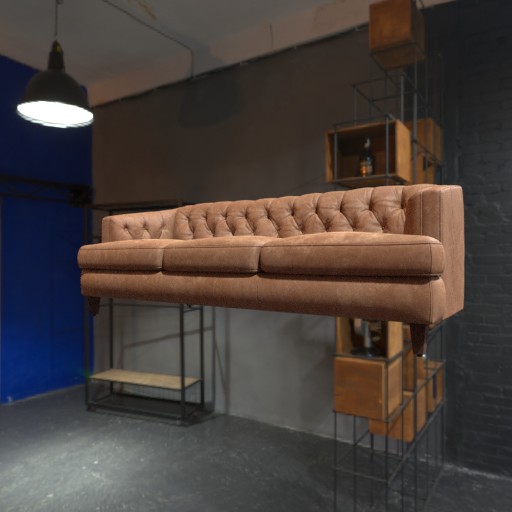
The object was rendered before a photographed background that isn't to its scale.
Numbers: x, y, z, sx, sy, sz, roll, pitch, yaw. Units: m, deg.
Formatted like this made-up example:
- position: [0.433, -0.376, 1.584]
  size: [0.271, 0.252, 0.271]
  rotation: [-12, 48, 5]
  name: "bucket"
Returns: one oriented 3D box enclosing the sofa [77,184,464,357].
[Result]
- position: [0.000, 0.000, 2.628]
  size: [2.257, 0.791, 0.922]
  rotation: [0, 0, 35]
  name: "sofa"
